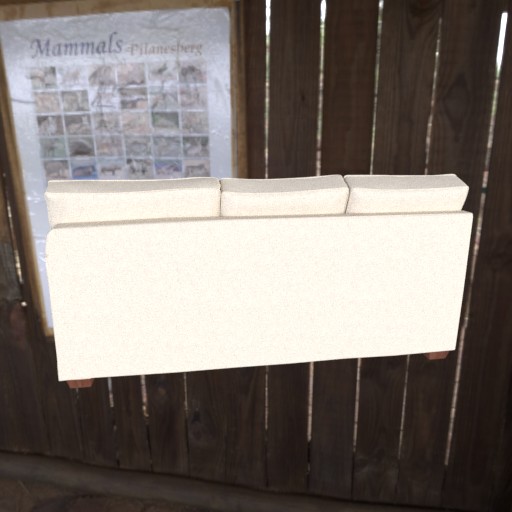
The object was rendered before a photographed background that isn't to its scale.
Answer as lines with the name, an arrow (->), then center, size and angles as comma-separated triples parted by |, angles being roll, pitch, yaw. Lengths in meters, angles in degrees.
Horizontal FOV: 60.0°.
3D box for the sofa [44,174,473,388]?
sofa -> 0.000, 0.000, 2.506 | 1.963, 0.946, 1.034 | -2, 15, -9
